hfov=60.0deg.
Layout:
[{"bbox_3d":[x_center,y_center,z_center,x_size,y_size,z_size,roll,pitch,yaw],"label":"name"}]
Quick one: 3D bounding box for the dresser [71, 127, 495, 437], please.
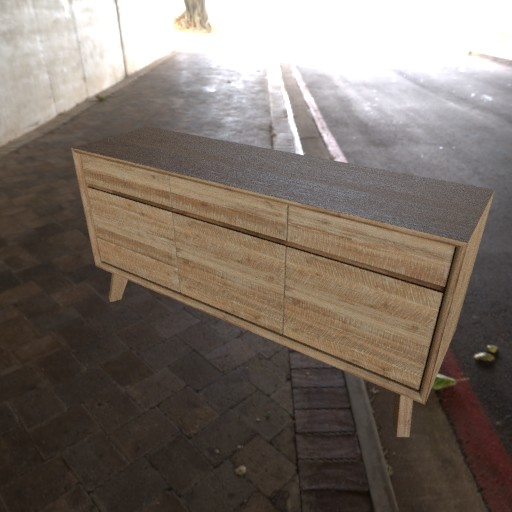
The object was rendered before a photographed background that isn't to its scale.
[{"bbox_3d":[0.000,0.000,1.884,1.602,0.788,0.455,18,34,28],"label":"dresser"}]
